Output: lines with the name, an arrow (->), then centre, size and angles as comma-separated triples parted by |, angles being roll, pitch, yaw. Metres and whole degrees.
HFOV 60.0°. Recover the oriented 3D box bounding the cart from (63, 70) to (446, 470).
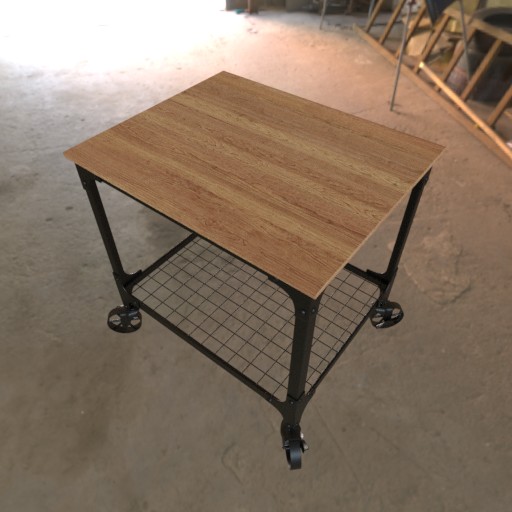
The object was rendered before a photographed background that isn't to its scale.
cart -> 0.000, 0.000, 1.093 | 0.666, 0.603, 0.558 | 29, 52, 25
